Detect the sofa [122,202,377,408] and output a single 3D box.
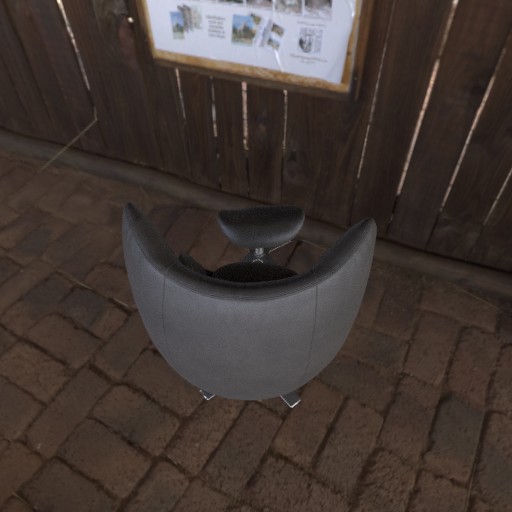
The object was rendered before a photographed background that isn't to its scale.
[{"bbox_3d":[0.000,0.000,2.135,0.894,1.135,1.444,4,47,4],"label":"sofa"}]
